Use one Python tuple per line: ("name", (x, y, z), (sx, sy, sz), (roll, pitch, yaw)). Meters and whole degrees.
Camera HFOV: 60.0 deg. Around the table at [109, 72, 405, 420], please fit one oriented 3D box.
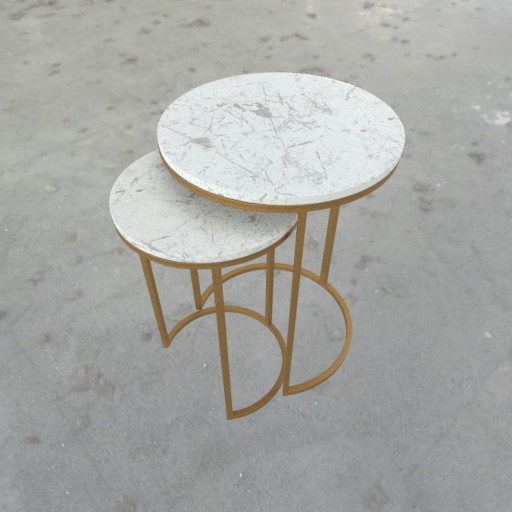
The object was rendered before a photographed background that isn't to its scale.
("table", (0.000, 0.000, 0.899), (0.507, 0.550, 0.400), (-32, 53, -28))
